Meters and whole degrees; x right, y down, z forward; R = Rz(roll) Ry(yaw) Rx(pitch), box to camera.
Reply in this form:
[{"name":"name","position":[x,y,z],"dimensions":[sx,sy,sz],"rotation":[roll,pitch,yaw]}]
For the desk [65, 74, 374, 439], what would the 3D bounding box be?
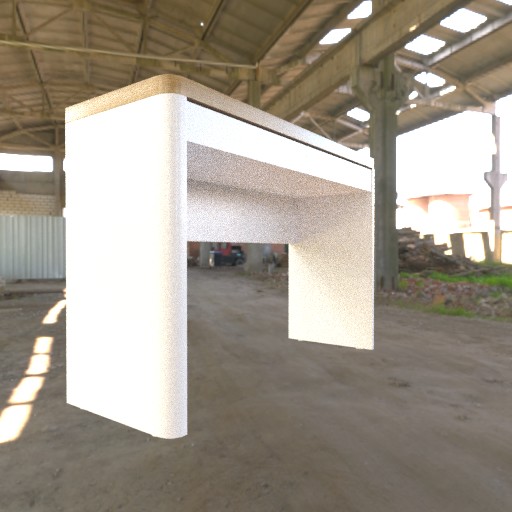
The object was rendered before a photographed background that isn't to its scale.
[{"name":"desk","position":[0.000,0.000,1.456],"dimensions":[0.390,0.760,1.100],"rotation":[0,1,37]}]
